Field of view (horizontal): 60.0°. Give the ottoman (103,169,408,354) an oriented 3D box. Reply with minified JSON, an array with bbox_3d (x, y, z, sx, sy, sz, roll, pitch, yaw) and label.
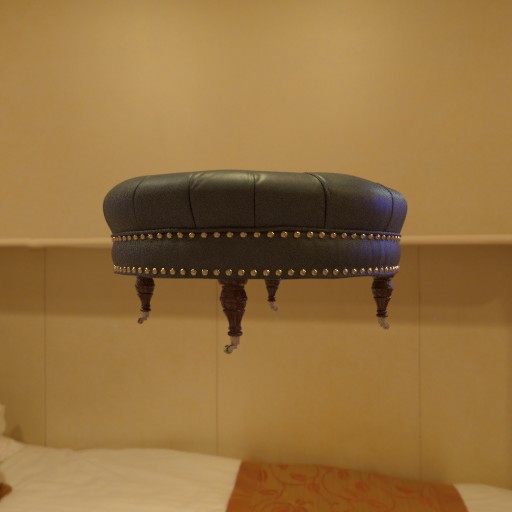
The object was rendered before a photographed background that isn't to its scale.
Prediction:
[{"bbox_3d":[0.000,0.000,1.381,0.901,0.439,0.901,0,0,0],"label":"ottoman"}]
